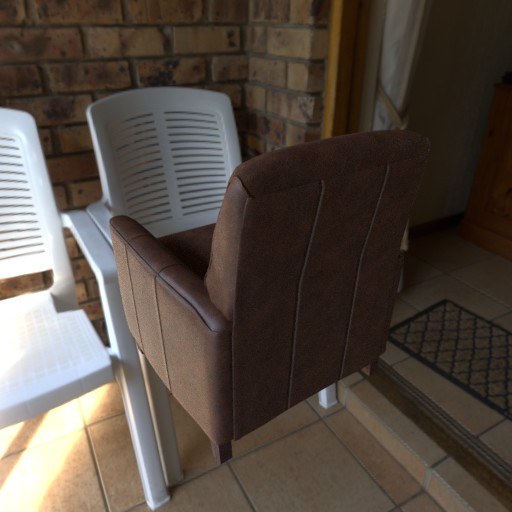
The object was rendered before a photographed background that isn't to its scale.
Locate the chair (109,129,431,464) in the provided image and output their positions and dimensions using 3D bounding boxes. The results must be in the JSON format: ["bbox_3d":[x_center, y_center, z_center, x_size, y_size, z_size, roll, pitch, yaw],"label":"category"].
[{"bbox_3d":[0.000,0.000,1.616,0.839,1.010,0.850,-18,33,-30],"label":"chair"}]
